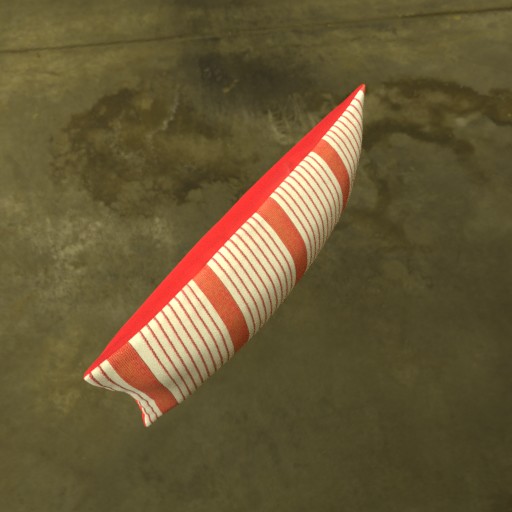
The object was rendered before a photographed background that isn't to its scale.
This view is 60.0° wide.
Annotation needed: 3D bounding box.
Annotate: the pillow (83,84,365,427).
[{"bbox_3d":[0.000,0.000,0.728,0.151,0.297,0.608,33,65,18],"label":"pillow"}]
